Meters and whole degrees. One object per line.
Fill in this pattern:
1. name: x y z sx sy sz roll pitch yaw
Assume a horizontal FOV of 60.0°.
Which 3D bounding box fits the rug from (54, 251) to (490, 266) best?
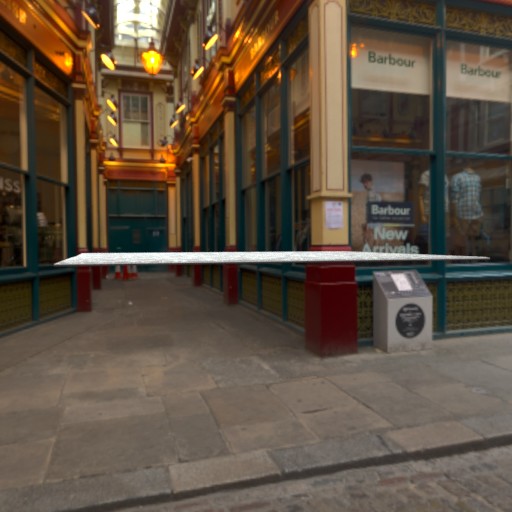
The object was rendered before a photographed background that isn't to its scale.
1. rug: 0.000 0.000 2.853 2.206 0.014 1.578 -1 2 -18
